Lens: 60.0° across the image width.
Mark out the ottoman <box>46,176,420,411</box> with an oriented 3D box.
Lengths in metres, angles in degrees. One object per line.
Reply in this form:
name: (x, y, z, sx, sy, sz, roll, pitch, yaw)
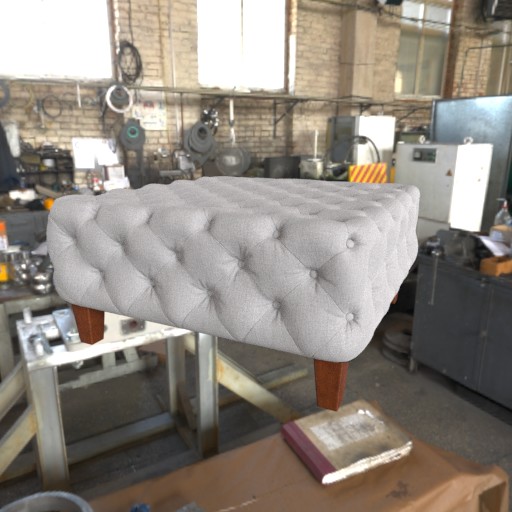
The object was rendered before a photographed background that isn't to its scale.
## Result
ottoman: (0.000, 0.000, 1.196, 0.758, 0.365, 0.764, 7, 17, 25)
